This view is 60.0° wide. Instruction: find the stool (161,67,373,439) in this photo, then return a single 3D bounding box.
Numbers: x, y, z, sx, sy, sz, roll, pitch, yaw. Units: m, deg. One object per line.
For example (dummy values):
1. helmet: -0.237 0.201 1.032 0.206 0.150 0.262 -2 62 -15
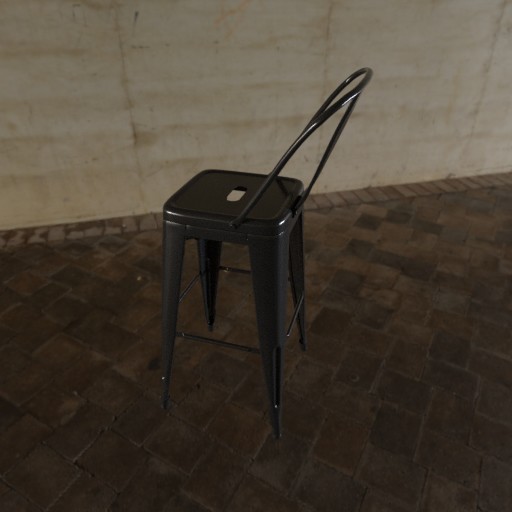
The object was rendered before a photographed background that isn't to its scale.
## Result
1. stool: 0.000 0.000 1.291 0.528 1.022 0.432 9 33 14
